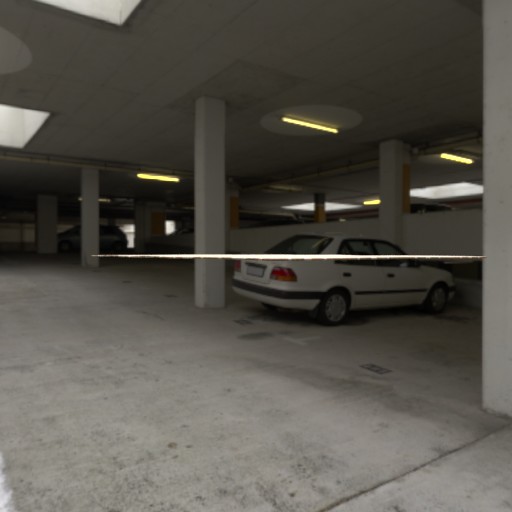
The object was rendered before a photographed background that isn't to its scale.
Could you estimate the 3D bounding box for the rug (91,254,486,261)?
[{"bbox_3d":[0.000,0.000,2.241,1.152,0.013,1.761,0,0,-36],"label":"rug"}]
